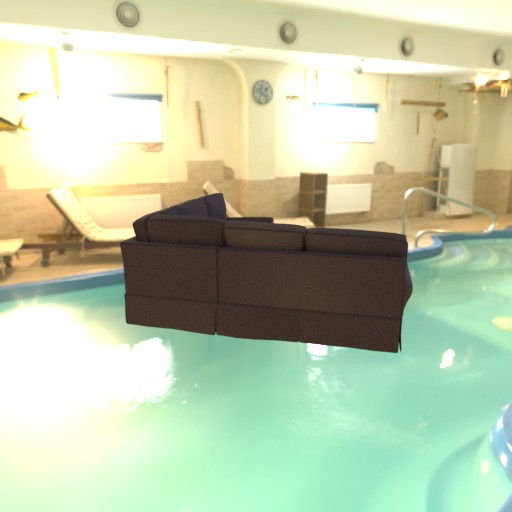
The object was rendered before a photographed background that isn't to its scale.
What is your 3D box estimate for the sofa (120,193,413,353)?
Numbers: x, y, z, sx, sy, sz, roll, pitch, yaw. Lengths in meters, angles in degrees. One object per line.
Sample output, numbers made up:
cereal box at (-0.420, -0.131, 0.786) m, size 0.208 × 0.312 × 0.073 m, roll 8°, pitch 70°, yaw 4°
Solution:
sofa at (0.000, 0.000, 5.149) m, size 2.874 × 1.169 × 3.773 m, roll -14°, pitch 20°, yaw -43°
